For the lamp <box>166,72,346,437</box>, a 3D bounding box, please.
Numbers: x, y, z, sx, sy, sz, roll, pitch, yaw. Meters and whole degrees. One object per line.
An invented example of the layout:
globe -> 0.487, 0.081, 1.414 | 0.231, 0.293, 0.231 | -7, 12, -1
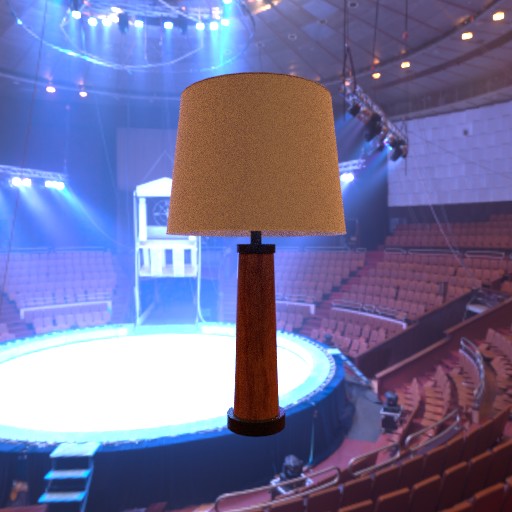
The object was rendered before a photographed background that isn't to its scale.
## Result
lamp -> 0.000, 0.000, 0.871 | 0.349, 0.667, 0.349 | 0, 1, 0
